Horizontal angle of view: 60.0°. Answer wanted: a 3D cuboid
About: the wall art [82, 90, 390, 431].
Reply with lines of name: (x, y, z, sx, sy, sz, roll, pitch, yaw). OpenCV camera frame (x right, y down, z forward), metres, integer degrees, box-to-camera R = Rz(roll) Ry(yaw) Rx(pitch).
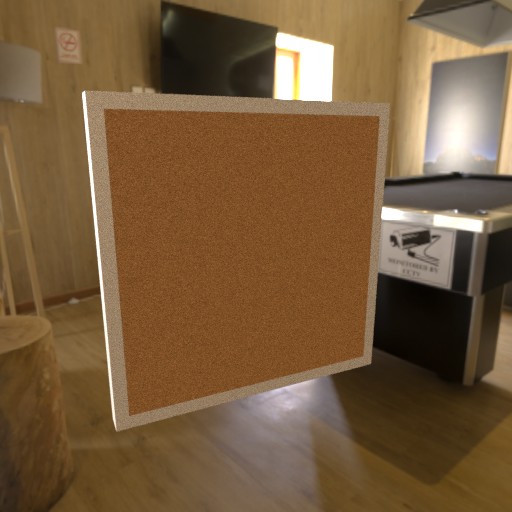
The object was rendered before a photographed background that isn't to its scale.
wall art: (0.000, 0.000, 0.759, 0.507, 0.508, 0.038, -7, 16, -25)
